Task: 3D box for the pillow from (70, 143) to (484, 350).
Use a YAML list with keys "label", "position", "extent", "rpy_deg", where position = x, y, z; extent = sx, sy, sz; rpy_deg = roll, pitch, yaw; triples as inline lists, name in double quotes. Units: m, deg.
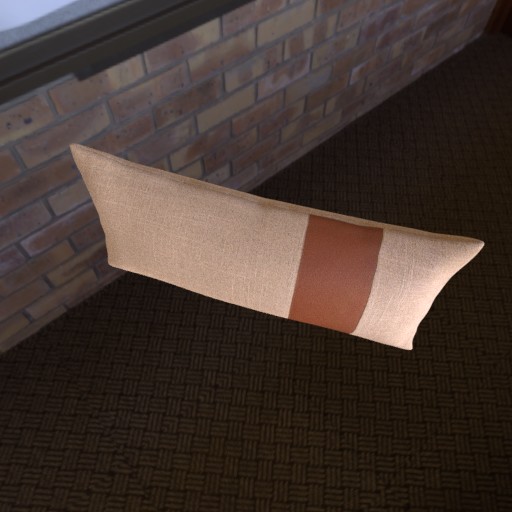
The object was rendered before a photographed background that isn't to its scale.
- label: "pillow"
  position: [0.000, 0.000, 0.736]
  extent: [0.612, 0.282, 0.155]
  rpy_deg: [15, 59, 9]
